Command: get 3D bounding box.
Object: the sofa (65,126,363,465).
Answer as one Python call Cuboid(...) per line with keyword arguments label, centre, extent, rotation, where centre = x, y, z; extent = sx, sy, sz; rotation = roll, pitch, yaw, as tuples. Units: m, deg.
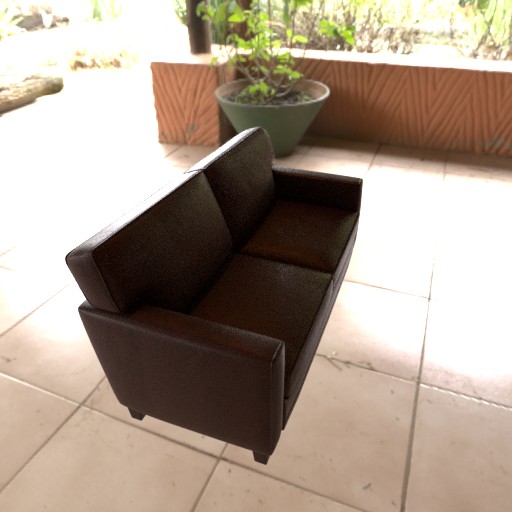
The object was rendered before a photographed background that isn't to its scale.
Cuboid(label="sofa", centre=(0.000, 0.000, 2.442), extent=(0.912, 0.928, 1.876), rotation=(11, 33, 18))
